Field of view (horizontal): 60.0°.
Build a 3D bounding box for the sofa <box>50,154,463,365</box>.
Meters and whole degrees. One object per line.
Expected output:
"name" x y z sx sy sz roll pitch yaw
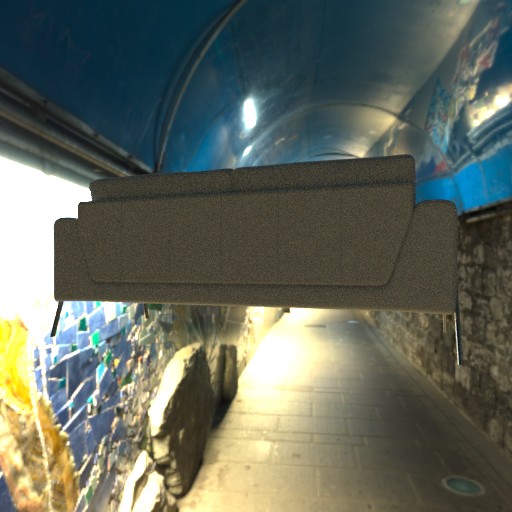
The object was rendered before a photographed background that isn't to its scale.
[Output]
"sofa" 0.000 0.000 2.483 2.017 0.875 0.953 0 -1 20
